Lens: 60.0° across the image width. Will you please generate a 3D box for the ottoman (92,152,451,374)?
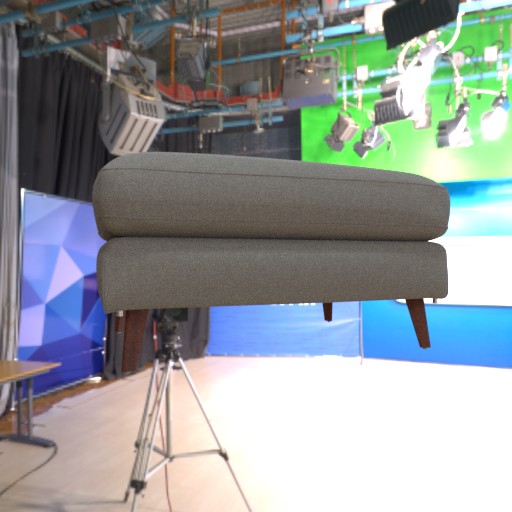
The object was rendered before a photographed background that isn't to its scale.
[{"bbox_3d":[0.000,0.000,1.180,0.811,0.449,0.608,0,0,-19],"label":"ottoman"}]
